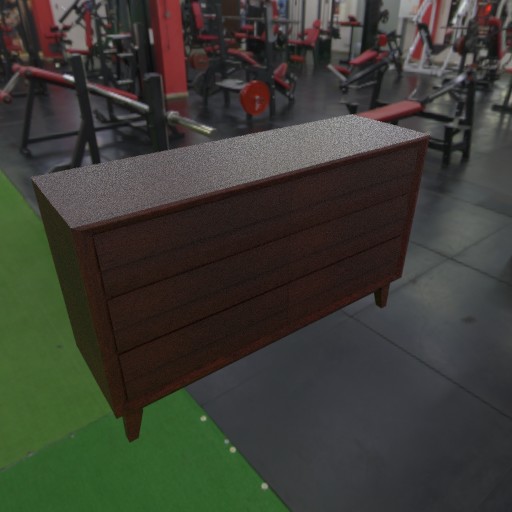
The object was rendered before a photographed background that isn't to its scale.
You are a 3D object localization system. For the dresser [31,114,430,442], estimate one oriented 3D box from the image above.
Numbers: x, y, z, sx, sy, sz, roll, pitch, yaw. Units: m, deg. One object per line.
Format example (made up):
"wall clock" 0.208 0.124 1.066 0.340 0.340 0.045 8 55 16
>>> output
"dresser" 0.000 0.000 2.045 1.609 0.971 0.499 -20 36 -30
